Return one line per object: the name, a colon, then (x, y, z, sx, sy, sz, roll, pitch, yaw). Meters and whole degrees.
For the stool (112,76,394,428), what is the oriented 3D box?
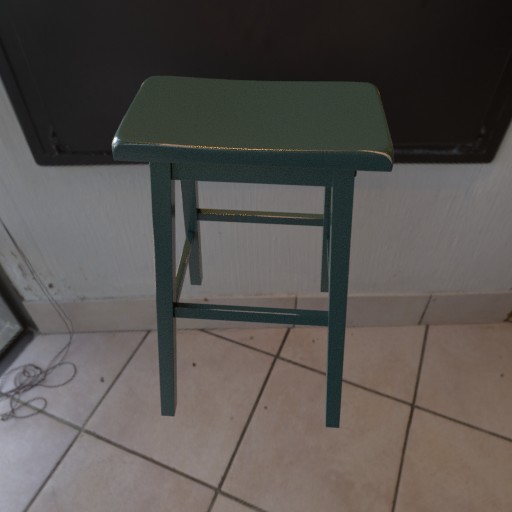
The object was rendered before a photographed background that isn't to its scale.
stool: (0.000, 0.000, 1.033, 0.457, 0.737, 0.476, 3, 46, 3)
